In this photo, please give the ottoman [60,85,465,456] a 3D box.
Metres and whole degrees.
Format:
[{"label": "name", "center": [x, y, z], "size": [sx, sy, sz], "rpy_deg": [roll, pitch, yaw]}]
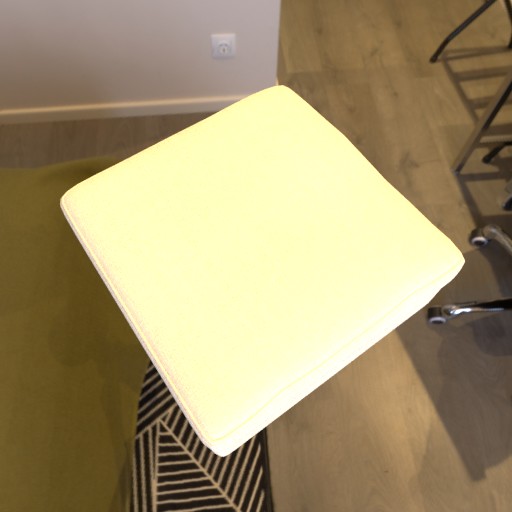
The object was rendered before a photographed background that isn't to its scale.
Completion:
[{"label": "ottoman", "center": [0.000, 0.000, 1.380], "size": [0.838, 0.478, 0.838], "rpy_deg": [-32, 67, -16]}]
